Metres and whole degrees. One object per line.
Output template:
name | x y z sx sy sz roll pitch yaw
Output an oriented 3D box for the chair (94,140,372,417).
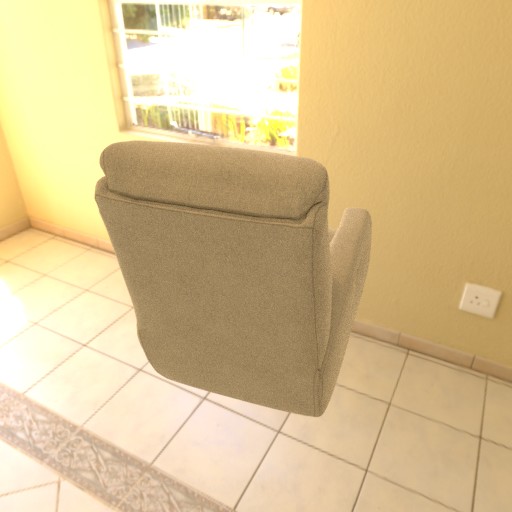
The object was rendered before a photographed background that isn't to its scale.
chair | 0.000 0.000 1.654 0.794 1.021 0.940 10 33 16
